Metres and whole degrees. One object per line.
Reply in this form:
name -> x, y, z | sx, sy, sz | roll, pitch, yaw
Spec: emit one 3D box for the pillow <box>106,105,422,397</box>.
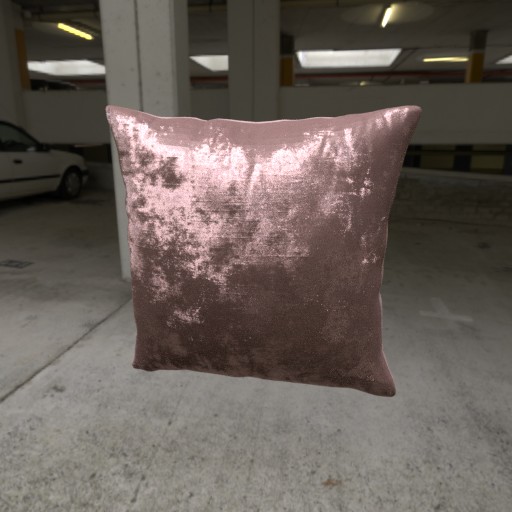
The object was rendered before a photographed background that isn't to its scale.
pillow -> 0.000, 0.000, 0.714 | 0.470, 0.464, 0.175 | 3, 15, 9
